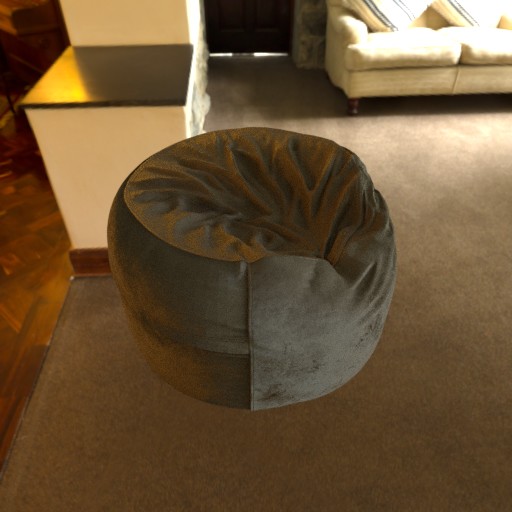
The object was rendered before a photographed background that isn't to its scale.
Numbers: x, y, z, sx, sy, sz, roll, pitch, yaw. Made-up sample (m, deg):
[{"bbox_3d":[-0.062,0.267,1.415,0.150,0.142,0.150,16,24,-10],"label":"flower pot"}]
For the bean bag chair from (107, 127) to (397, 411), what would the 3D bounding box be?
[{"bbox_3d":[0.000,0.000,1.495,0.918,0.605,0.918,0,40,0],"label":"bean bag chair"}]
